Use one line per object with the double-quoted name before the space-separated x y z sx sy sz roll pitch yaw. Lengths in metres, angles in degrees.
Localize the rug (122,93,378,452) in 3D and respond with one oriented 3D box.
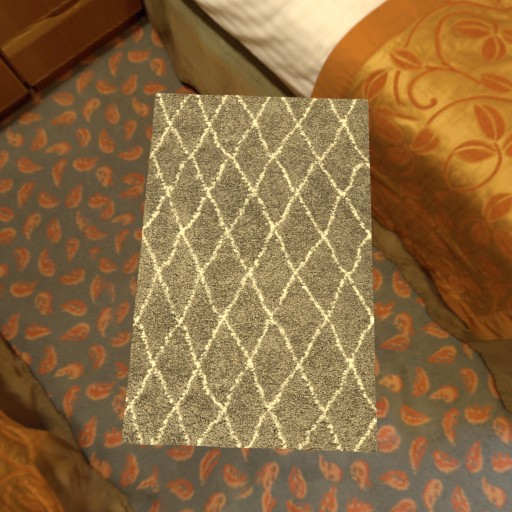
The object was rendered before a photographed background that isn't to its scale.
"rug" 0.000 0.000 3.391 1.778 0.030 2.743 2 77 0
